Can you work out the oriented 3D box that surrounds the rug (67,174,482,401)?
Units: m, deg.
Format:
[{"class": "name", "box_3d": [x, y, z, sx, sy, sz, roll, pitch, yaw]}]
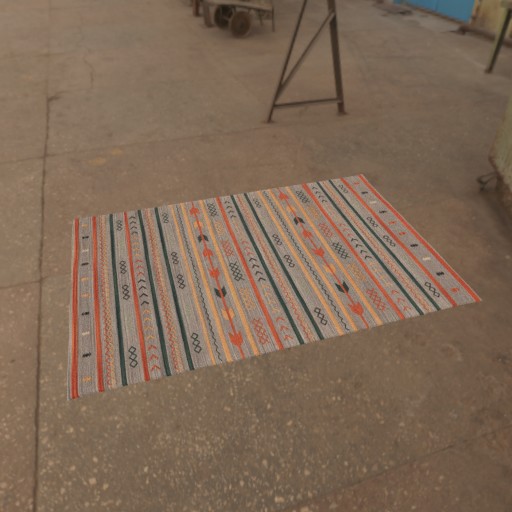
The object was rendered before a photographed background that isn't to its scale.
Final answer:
[{"class": "rug", "box_3d": [0.000, 0.000, 2.300, 1.835, 0.017, 1.220, -11, 41, -13]}]
